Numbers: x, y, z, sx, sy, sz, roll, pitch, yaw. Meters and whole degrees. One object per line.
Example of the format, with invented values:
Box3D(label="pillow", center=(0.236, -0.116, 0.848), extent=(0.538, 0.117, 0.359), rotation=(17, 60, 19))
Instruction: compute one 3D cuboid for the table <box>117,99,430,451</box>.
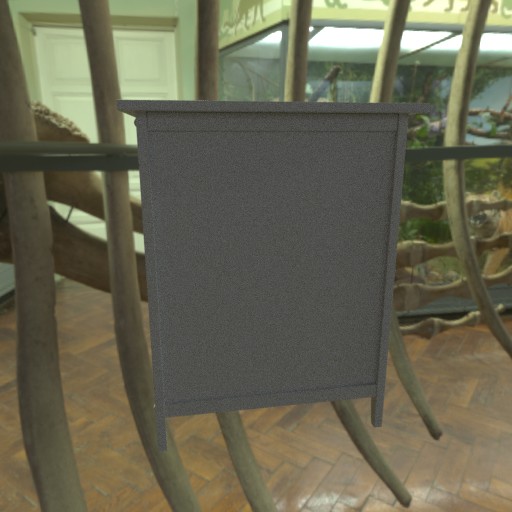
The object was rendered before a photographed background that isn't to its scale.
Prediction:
Box3D(label="table", center=(0.000, 0.000, 0.770), extent=(0.381, 0.483, 0.381), rotation=(-3, 15, -9))
